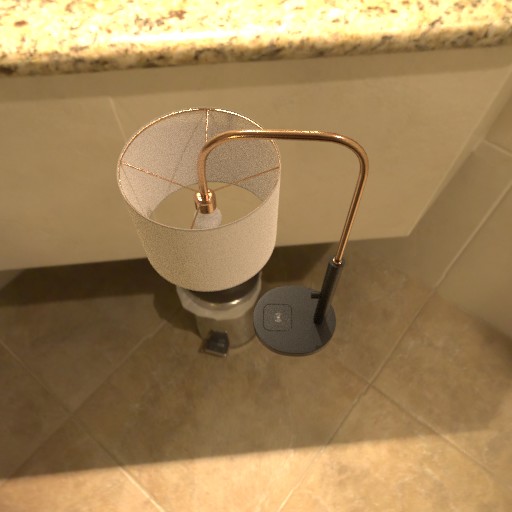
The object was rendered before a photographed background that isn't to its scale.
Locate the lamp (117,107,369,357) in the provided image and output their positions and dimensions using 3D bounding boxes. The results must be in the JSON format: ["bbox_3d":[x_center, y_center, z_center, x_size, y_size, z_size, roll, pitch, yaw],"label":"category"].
[{"bbox_3d":[0.000,0.000,0.724,0.337,0.540,0.199,2,59,1],"label":"lamp"}]
